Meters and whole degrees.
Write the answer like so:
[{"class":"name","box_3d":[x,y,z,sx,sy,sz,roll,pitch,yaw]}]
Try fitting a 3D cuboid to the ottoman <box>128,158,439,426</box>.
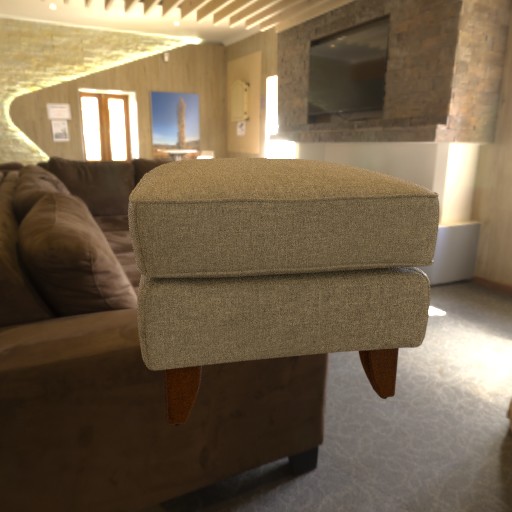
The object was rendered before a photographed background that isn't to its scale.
[{"class":"ottoman","box_3d":[0.000,0.000,1.317,0.661,0.561,0.889,-3,14,-11]}]
